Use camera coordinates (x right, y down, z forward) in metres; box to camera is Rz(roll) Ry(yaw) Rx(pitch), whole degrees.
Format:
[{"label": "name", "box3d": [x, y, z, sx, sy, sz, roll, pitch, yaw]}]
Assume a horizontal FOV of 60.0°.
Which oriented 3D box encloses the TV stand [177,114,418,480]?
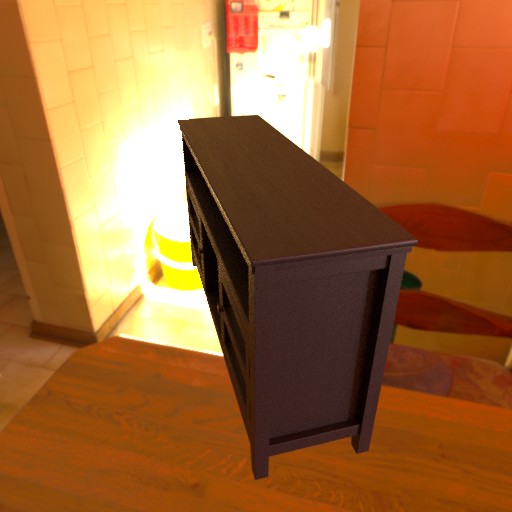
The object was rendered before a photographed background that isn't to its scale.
[{"label": "TV stand", "box3d": [0.000, 0.000, 1.518, 0.347, 0.681, 1.198, -8, 31, -13]}]
